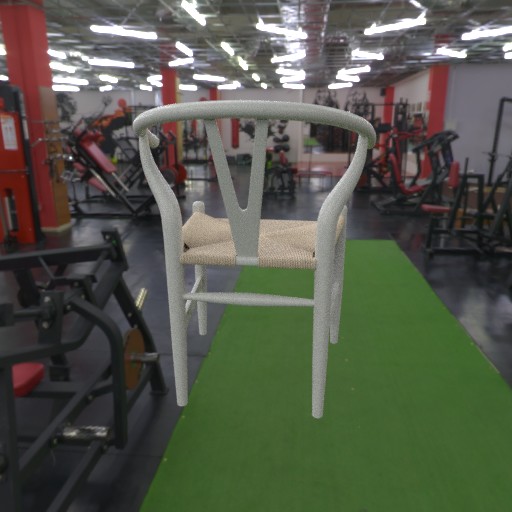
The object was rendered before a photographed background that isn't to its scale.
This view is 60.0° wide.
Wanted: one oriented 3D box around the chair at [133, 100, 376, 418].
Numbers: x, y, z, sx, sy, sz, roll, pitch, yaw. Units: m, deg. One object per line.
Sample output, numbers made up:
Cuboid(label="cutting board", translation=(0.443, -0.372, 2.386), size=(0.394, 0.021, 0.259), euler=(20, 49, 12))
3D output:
Cuboid(label="chair", translation=(0.000, 0.000, 1.148), size=(0.569, 0.730, 0.579), euler=(2, 16, 8))
